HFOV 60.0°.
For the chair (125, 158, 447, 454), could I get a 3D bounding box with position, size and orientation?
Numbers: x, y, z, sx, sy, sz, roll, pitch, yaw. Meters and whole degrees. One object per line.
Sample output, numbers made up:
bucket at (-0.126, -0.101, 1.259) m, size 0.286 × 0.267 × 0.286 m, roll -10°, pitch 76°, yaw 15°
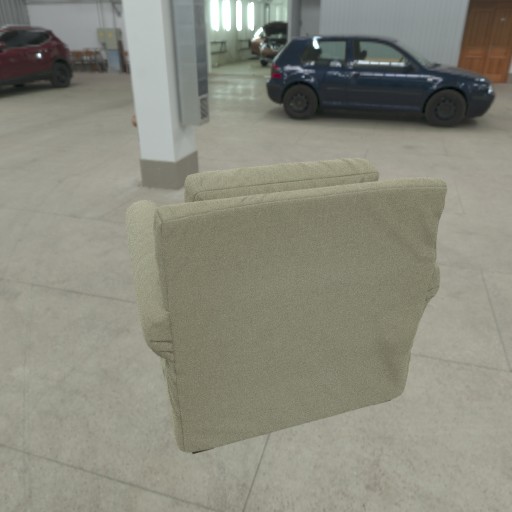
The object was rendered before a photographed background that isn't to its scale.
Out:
chair at (0.000, 0.000, 1.729) m, size 0.940 × 0.866 × 1.066 m, roll -9°, pitch 29°, yaw -16°
